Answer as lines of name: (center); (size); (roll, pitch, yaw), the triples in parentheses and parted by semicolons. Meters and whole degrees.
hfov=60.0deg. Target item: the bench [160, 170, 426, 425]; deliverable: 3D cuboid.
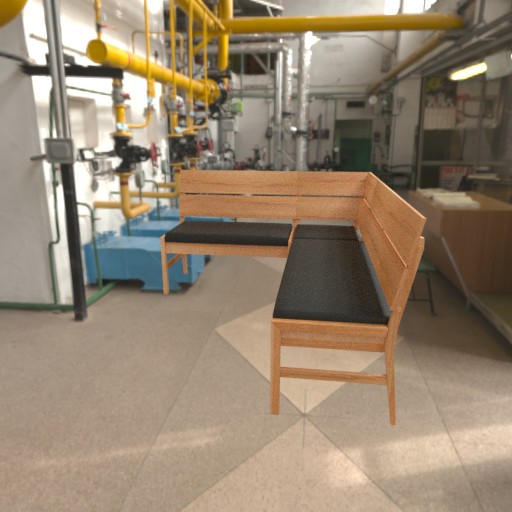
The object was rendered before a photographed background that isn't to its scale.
bench: (0.000, 0.000, 2.779); (1.548, 0.890, 1.948); (2, 16, 8)
